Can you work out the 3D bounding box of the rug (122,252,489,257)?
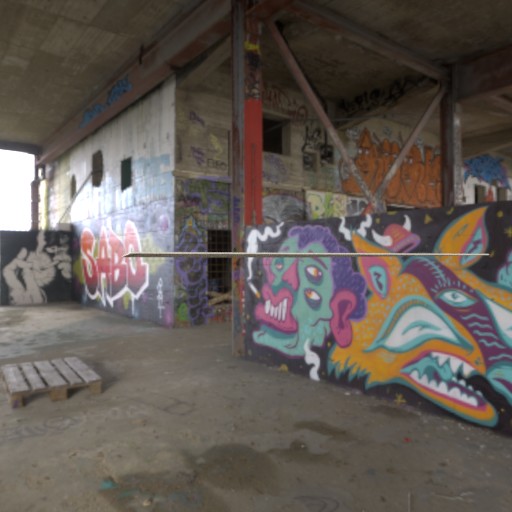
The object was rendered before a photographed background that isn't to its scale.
[{"bbox_3d":[0.000,0.000,4.085,2.330,0.010,3.061,0,-1,-18],"label":"rug"}]
